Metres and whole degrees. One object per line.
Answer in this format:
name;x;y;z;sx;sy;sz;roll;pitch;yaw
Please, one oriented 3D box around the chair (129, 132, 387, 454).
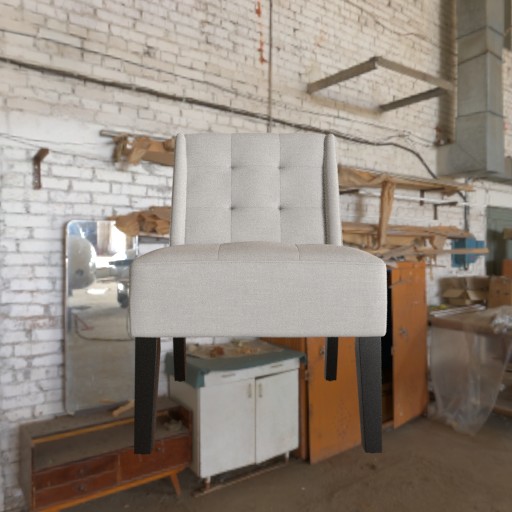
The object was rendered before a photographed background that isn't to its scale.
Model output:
chair;0.000;0.000;1.276;0.569;0.853;0.676;0;1;-1
